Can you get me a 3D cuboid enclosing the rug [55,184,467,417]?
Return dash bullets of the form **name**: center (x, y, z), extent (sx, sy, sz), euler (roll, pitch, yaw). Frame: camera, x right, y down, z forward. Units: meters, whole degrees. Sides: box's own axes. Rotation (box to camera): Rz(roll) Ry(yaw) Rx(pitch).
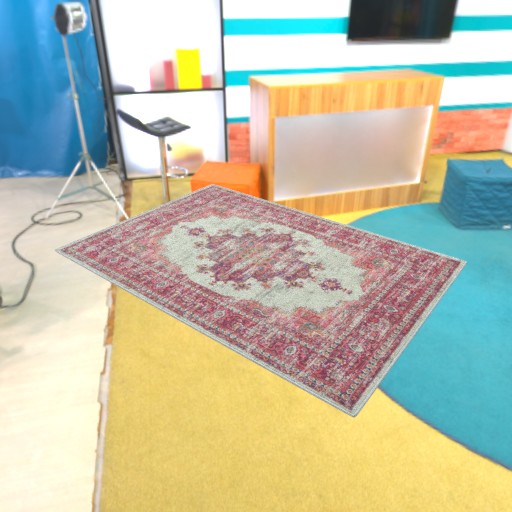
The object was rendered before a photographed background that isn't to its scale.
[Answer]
- **rug**: center (0.000, 0.000, 2.909), extent (2.232, 0.011, 1.555), euler (21, 36, 32)
